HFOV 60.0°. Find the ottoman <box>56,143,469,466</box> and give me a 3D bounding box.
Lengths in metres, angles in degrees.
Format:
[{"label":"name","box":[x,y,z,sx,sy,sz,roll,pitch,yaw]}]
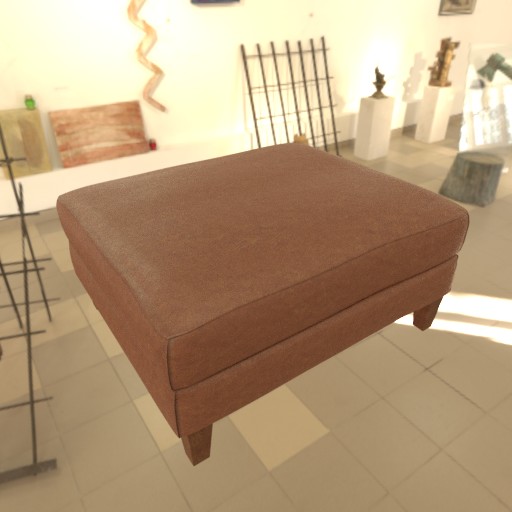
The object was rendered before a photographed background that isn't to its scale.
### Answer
[{"label":"ottoman","box":[0.000,0.000,1.418,0.987,0.472,0.836,-20,36,-29]}]
